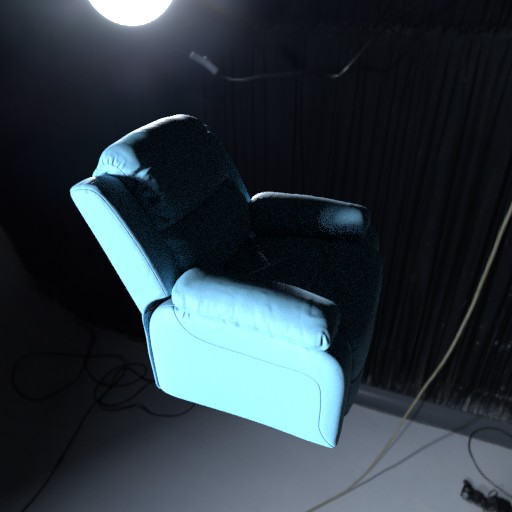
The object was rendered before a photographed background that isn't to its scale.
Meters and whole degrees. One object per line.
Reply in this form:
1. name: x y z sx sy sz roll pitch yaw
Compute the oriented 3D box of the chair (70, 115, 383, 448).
1. chair: 0.000 0.000 1.274 0.709 0.702 0.680 10 32 17
